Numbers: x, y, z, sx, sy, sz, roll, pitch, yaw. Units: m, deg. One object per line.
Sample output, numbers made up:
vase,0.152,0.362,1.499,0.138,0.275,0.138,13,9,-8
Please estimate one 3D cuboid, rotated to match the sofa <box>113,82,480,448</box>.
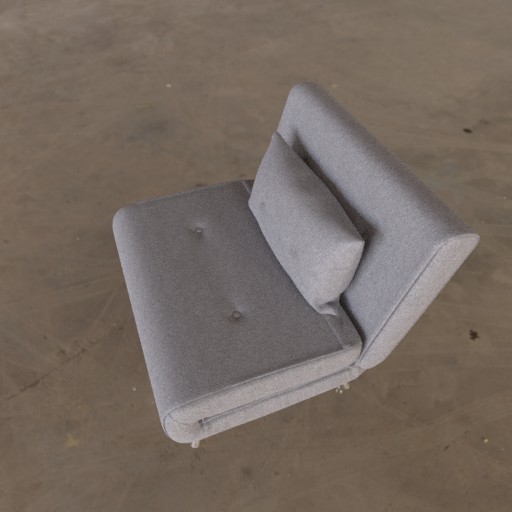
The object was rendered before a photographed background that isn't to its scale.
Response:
sofa,0.000,0.000,1.721,1.000,0.825,1.020,-16,49,-15
